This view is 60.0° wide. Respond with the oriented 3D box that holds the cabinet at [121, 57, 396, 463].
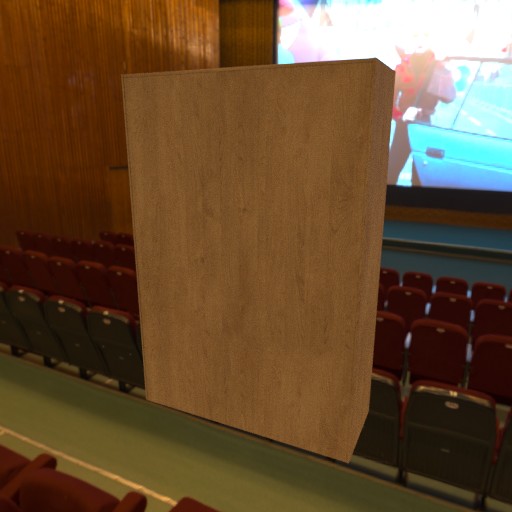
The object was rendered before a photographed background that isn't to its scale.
[{"bbox_3d":[0.000,0.000,2.489,1.290,1.910,0.510,7,17,25],"label":"cabinet"}]
